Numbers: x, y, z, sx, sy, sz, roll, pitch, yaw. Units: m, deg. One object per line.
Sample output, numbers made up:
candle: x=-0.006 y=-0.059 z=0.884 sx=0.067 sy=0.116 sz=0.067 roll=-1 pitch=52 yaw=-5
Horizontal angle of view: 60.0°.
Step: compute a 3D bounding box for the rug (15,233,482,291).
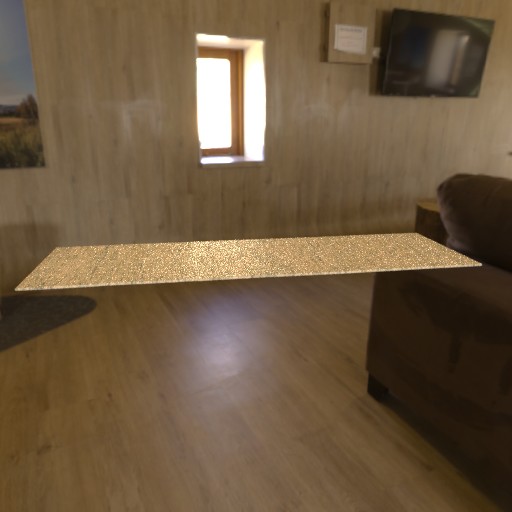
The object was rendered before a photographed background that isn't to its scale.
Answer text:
rug: x=0.000 y=0.000 z=2.474 sx=2.290 sy=0.014 sz=0.700 roll=-3 pitch=17 yaw=-9
